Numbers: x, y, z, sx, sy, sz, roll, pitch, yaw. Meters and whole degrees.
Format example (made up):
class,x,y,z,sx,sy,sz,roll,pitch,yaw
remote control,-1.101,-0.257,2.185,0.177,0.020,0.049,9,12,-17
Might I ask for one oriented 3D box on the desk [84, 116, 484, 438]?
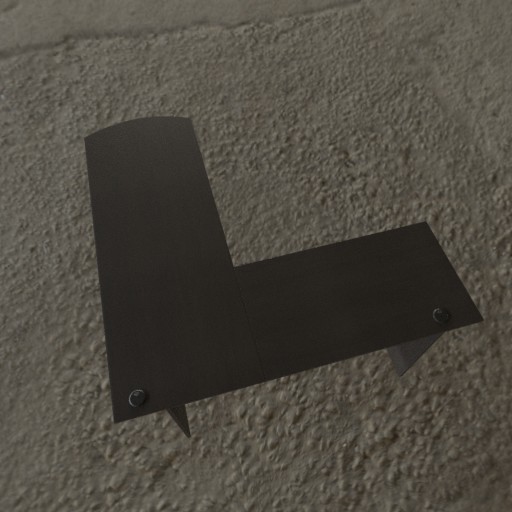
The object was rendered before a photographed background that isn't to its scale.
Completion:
class,x,y,z,sx,sy,sz,roll,pitch,yaw
desk,0.000,0.000,2.126,1.303,0.716,1.361,-13,60,-8
